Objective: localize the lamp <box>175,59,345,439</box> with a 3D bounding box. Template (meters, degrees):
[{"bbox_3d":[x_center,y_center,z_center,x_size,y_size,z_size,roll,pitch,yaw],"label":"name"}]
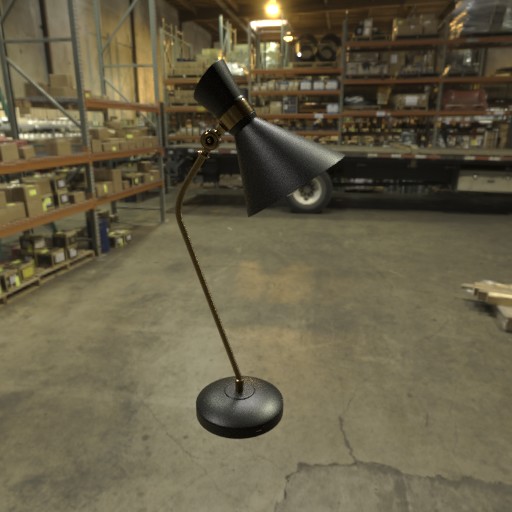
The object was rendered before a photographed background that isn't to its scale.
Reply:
[{"bbox_3d":[0.000,0.000,0.790,0.292,0.647,0.189,3,17,10],"label":"lamp"}]
